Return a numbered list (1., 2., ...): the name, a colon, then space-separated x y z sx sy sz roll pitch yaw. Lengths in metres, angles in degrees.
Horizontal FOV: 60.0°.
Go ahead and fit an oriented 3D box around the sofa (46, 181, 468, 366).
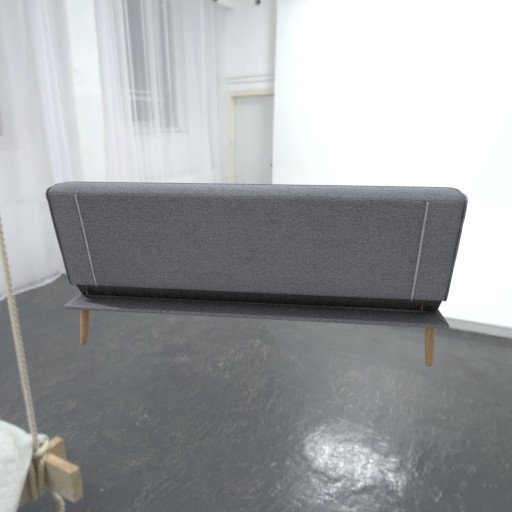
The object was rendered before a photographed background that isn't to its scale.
1. sofa: 0.000 0.000 2.364 1.820 0.830 0.810 2 16 7
